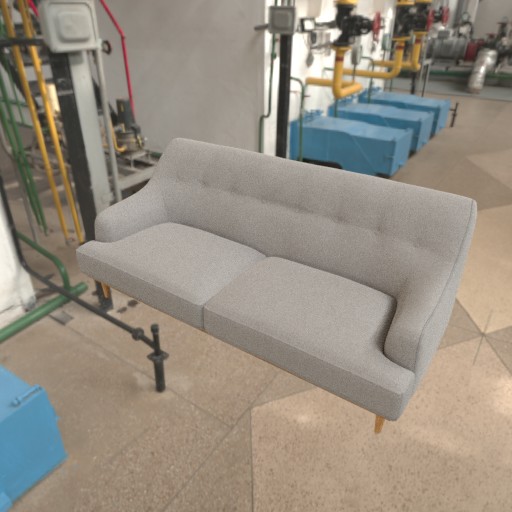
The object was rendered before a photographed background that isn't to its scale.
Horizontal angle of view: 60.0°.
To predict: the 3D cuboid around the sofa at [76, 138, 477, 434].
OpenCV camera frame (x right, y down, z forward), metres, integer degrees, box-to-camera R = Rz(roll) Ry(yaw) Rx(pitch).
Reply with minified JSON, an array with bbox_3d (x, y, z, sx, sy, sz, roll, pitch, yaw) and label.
[{"bbox_3d":[0.000,0.000,2.510,2.057,0.871,0.978,19,35,29],"label":"sofa"}]
